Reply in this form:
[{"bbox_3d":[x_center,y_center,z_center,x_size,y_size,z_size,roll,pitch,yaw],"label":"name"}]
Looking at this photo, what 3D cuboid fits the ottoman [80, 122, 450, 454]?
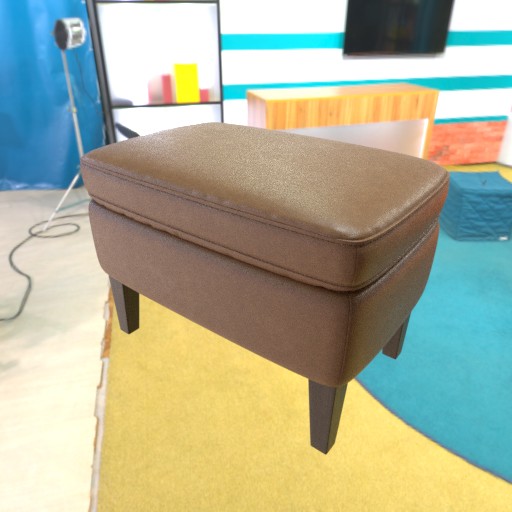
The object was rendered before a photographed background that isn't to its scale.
[{"bbox_3d":[0.000,0.000,0.972,0.670,0.480,0.420,20,35,33],"label":"ottoman"}]
